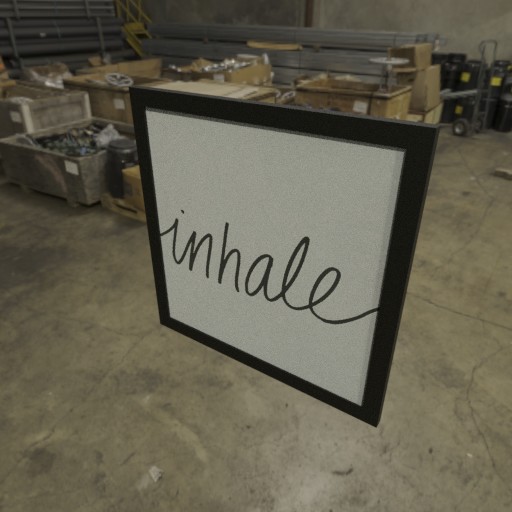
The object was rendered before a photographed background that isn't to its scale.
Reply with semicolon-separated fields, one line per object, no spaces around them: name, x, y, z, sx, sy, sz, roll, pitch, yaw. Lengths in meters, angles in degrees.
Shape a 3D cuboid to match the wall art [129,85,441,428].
wall art;0.000;0.000;0.533;0.356;0.356;0.013;18;34;29
